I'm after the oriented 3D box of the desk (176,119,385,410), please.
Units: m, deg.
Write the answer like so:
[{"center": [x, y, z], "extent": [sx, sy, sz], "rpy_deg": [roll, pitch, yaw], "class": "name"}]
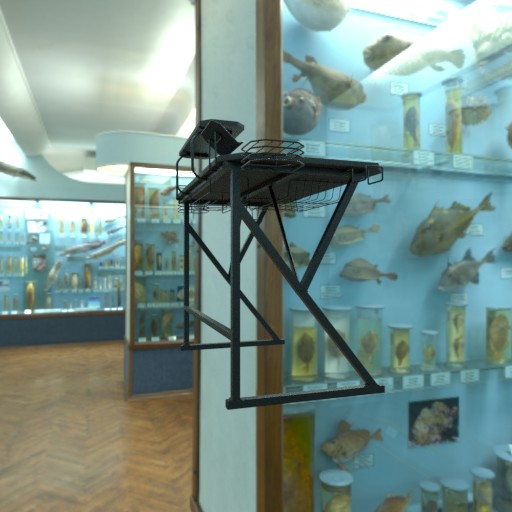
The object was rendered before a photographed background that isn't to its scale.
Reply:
[{"center": [0.000, 0.000, 1.748], "extent": [0.580, 0.880, 1.290], "rpy_deg": [0, 0, -18], "class": "desk"}]
